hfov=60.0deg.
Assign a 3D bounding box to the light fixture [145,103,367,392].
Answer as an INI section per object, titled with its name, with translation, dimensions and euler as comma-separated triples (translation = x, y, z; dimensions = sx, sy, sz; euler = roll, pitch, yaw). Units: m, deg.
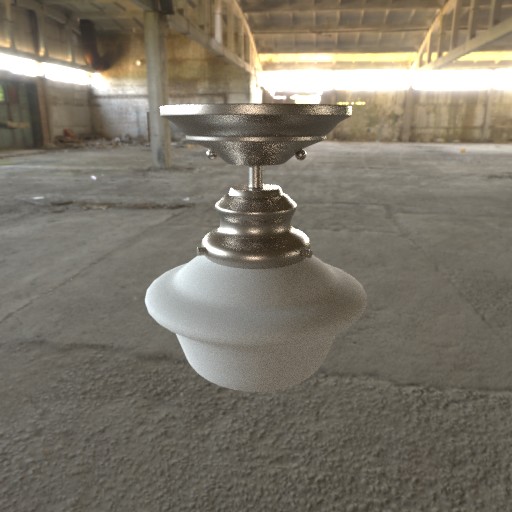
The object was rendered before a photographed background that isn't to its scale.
[light fixture]
translation = 0.000, 0.000, 0.398
dimensions = 0.199, 0.254, 0.199
euler = 0, 17, 0
